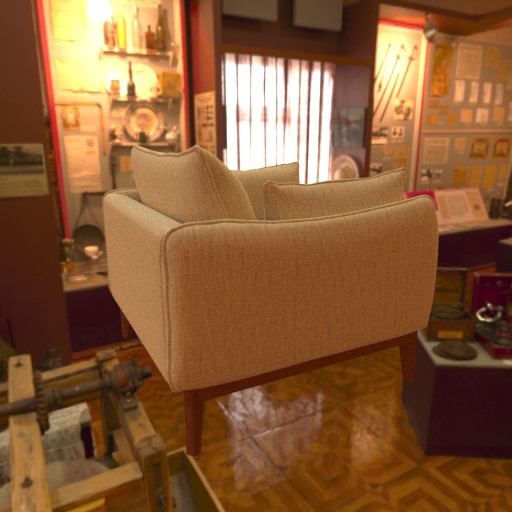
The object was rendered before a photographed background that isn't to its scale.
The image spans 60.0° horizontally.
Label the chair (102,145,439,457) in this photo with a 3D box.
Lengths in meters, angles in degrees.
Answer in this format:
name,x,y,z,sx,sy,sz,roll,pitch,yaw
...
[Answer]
name,x,y,z,sx,sy,sz,roll,pitch,yaw
chair,0.000,0.000,1.732,0.991,0.855,0.994,-8,17,-27
